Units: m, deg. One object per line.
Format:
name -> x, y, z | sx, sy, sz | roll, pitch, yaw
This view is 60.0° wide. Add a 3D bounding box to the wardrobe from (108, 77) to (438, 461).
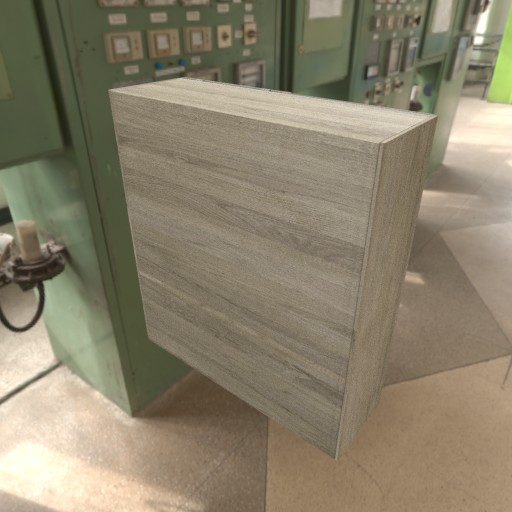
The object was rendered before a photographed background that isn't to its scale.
wardrobe -> 0.000, 0.000, 2.892 | 1.780, 1.960, 0.629 | 22, 37, 33
